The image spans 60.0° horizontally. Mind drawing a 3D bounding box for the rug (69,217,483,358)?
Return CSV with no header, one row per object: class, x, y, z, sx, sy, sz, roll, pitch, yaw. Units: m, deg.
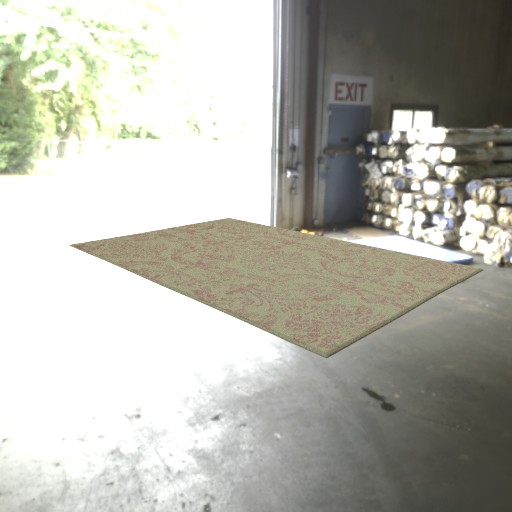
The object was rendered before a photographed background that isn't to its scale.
rug,0.000,0.000,2.324,1.219,0.012,1.839,-15,21,-42
